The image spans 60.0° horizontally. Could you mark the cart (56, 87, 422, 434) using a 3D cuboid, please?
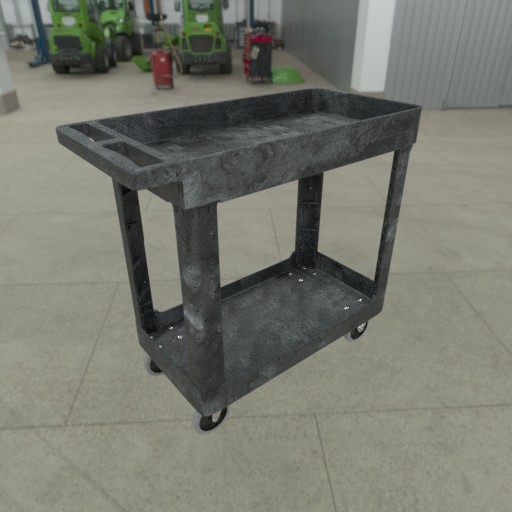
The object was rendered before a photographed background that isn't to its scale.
[{"bbox_3d":[0.000,0.000,1.330,0.877,0.824,0.420,-22,36,-33],"label":"cart"}]
